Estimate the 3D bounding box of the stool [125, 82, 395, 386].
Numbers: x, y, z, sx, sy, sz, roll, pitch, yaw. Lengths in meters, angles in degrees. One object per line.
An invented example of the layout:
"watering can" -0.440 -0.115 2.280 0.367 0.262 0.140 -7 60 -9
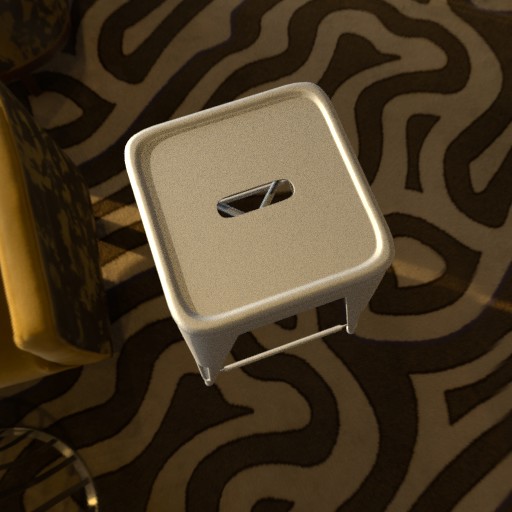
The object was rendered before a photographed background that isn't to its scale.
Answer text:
"stool" 0.000 0.000 0.885 0.406 0.610 0.406 -19 76 -5
